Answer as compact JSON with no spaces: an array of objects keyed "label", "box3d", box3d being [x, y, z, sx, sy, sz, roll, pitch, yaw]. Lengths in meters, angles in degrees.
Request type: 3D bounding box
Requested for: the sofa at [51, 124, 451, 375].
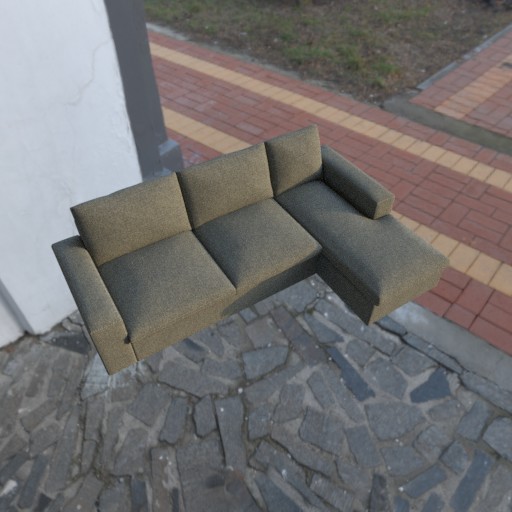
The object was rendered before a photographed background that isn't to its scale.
[{"label":"sofa","box3d":[0.000,0.000,3.541,2.718,0.940,1.689,-24,51,-22]}]
